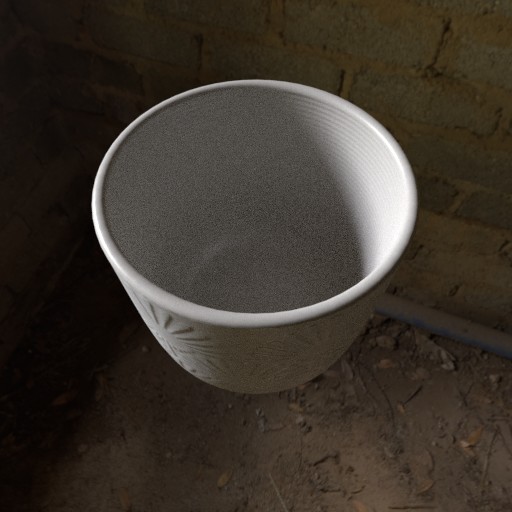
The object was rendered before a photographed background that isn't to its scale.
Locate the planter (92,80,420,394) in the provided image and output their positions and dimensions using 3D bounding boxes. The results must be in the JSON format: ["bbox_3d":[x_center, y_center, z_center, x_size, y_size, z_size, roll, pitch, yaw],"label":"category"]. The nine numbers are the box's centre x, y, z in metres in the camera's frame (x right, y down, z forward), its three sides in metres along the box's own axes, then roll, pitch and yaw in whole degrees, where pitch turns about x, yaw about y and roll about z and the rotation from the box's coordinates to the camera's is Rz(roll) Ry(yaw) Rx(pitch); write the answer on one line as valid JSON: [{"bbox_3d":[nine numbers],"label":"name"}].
[{"bbox_3d":[0.000,0.000,0.215,0.124,0.109,0.124,0,57,0],"label":"planter"}]
